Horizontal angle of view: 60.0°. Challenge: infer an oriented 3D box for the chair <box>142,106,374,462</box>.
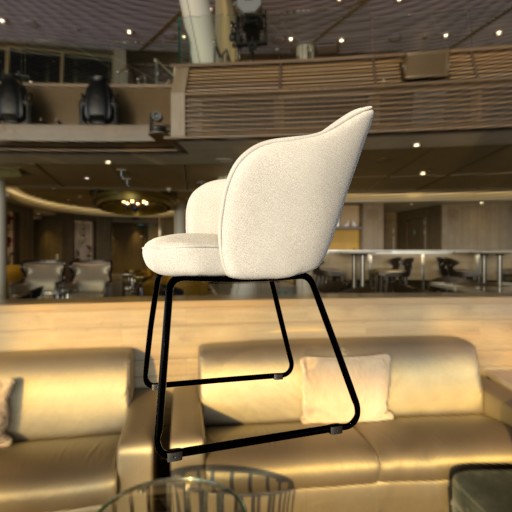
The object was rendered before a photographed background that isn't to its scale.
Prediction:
[{"bbox_3d":[0.000,0.000,1.195,0.592,0.817,0.570,0,0,-18],"label":"chair"}]
